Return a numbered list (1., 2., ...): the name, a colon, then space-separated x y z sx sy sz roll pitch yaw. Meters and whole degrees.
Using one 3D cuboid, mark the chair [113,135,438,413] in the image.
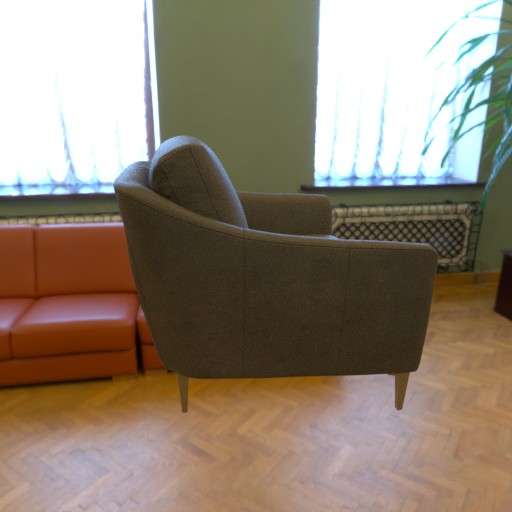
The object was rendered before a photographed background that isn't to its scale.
1. chair: 0.000 0.000 1.732 0.961 0.901 0.988 -3 17 -10
